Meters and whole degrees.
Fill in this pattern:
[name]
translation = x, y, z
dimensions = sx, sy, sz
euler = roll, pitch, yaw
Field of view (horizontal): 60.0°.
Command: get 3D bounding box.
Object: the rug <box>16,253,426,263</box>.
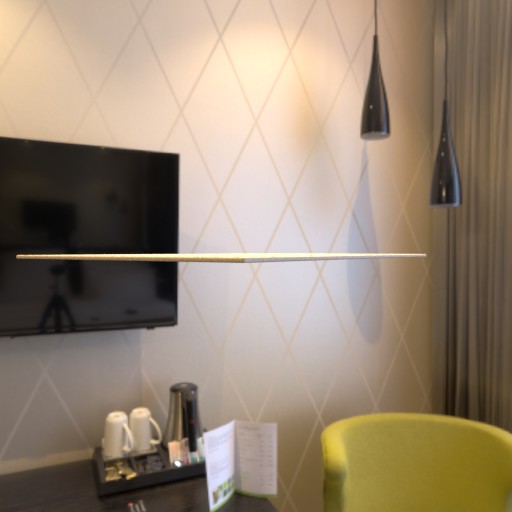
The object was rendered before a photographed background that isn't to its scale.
[rug]
translation = 0.000, 0.000, 2.286
dimensions = 1.222, 0.015, 1.828
euler = 0, 1, 36
